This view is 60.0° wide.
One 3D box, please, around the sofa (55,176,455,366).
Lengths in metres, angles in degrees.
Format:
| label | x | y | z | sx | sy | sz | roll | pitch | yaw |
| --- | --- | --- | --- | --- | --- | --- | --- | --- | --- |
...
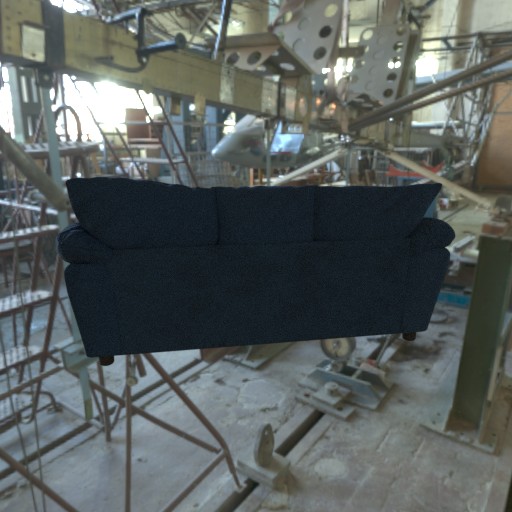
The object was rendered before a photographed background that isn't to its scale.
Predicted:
| label | x | y | z | sx | sy | sz | roll | pitch | yaw |
| --- | --- | --- | --- | --- | --- | --- | --- | --- | --- |
| sofa | 0.000 | 0.000 | 2.903 | 2.390 | 1.091 | 0.907 | -3 | 15 | -10 |
